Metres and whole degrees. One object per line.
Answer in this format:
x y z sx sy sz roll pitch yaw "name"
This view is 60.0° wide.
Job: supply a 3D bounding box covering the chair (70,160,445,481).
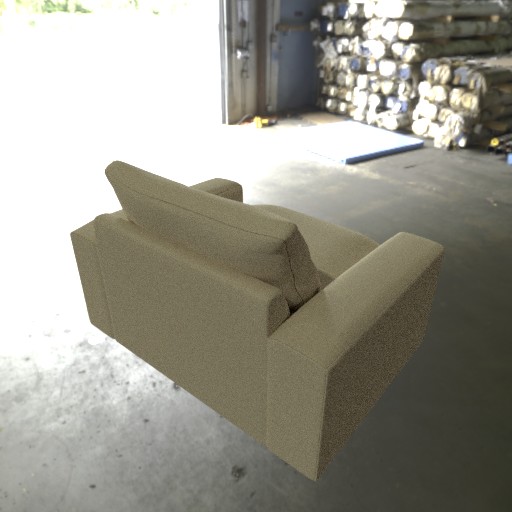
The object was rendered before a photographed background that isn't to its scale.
0.000 0.000 2.056 1.398 0.915 1.039 22 36 34 "chair"
